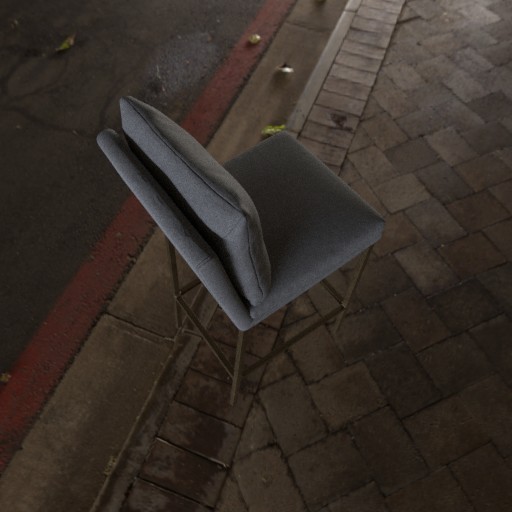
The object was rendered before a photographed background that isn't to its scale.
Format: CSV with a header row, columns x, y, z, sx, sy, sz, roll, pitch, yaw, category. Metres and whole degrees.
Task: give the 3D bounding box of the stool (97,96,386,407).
x,y,z,sx,sy,sz,roll,pitch,yaw,category
0.000,0.000,1.388,0.569,1.130,0.463,-32,63,-18,stool
